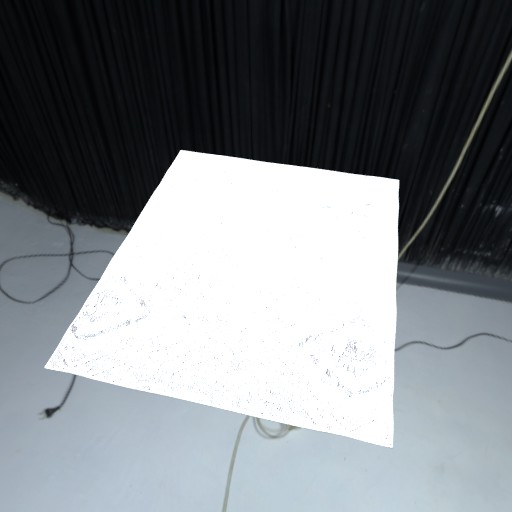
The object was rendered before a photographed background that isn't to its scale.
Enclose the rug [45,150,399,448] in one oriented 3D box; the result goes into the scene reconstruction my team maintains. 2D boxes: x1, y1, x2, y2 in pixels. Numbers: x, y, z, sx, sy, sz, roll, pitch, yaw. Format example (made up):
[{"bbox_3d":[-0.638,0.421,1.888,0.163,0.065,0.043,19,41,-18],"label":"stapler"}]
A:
[{"bbox_3d":[0.000,0.000,0.880,0.548,0.006,0.639,10,47,9],"label":"rug"}]
